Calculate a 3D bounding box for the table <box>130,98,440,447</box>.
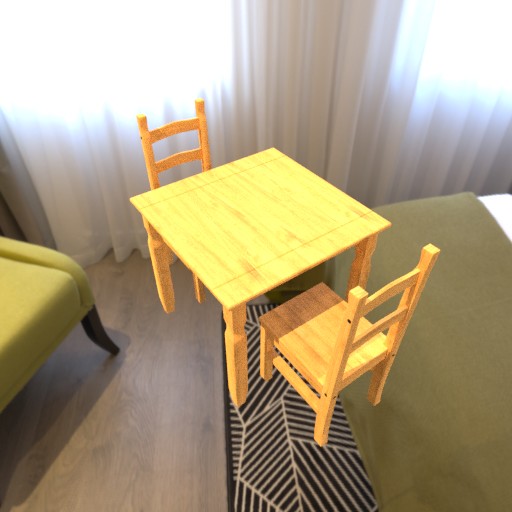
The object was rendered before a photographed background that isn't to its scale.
[{"bbox_3d":[0.000,0.000,2.094,0.813,0.942,1.501,-26,48,-26],"label":"table"}]
